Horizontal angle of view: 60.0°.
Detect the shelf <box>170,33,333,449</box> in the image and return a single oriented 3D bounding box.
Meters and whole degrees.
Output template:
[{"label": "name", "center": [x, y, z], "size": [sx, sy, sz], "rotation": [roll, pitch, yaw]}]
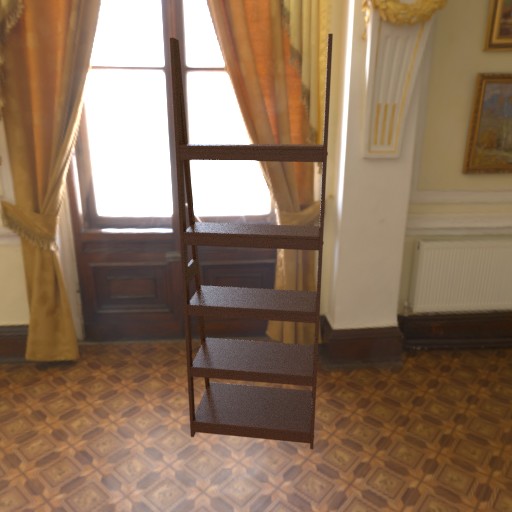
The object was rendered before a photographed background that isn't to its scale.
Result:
[{"label": "shelf", "center": [0.000, 0.000, 2.025], "size": [0.600, 1.770, 0.350], "rotation": [2, 18, 8]}]
